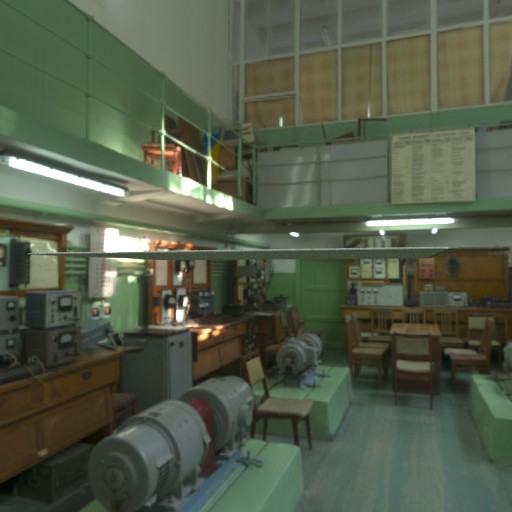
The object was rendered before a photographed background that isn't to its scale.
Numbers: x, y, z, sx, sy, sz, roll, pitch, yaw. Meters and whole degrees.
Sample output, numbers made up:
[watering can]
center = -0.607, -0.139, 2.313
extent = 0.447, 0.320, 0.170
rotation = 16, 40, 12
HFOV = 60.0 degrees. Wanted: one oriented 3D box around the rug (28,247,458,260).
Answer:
[rug]
center = 0.000, 0.000, 2.890
extent = 2.233, 0.011, 1.514
rotation = -1, -2, 18
